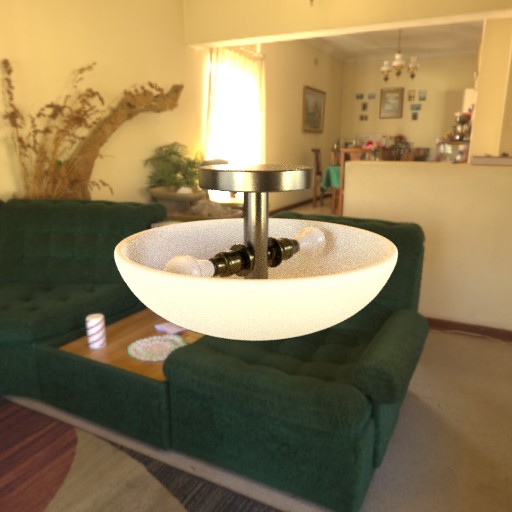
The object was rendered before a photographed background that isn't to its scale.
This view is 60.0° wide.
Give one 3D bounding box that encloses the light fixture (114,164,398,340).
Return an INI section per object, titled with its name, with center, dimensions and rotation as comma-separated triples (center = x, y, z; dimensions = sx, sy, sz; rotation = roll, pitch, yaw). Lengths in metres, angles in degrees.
[light fixture]
center = 0.000, 0.000, 0.543
dimensions = 0.330, 0.214, 0.330
rotation = 0, 14, 0
